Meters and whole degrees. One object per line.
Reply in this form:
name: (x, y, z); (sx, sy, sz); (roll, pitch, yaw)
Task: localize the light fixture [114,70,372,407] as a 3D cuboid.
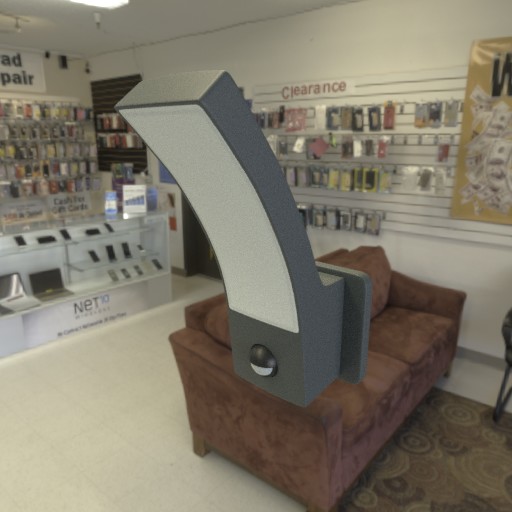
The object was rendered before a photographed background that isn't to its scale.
light fixture: (0.000, 0.000, 0.332); (0.108, 0.243, 0.174); (14, 20, 41)
